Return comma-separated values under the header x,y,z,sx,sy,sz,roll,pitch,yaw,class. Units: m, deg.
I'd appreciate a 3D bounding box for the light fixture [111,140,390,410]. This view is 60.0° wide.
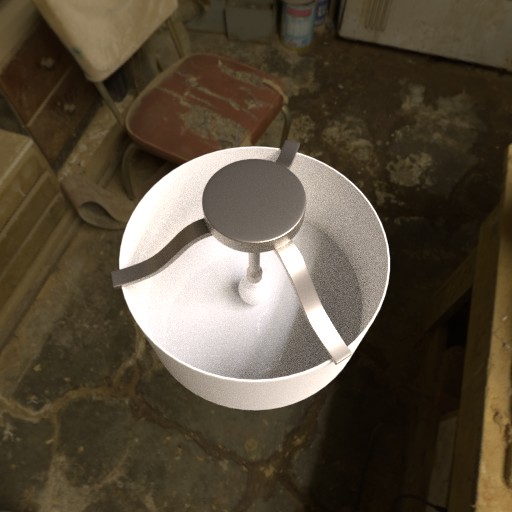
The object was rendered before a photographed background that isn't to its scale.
x,y,z,sx,sy,sz,roll,pitch,yaw,class
0.000,0.000,0.667,0.395,0.304,0.395,0,60,0,light fixture
